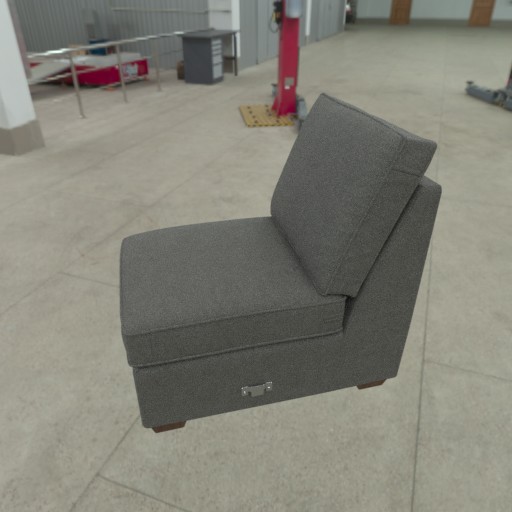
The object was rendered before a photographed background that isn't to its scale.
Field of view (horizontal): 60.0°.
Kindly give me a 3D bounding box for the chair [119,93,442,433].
[{"bbox_3d":[0.000,0.000,1.556,0.938,0.970,0.621,-8,32,-13],"label":"chair"}]
